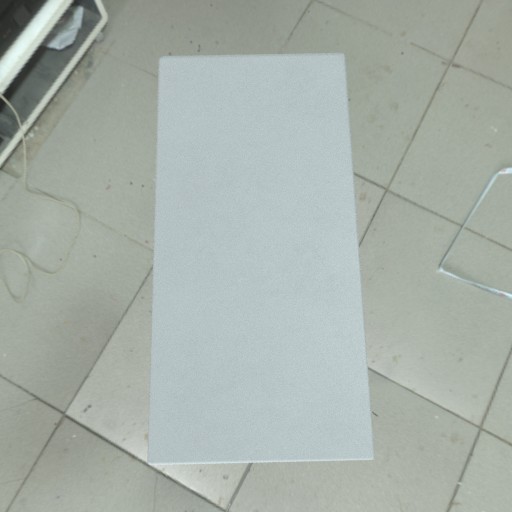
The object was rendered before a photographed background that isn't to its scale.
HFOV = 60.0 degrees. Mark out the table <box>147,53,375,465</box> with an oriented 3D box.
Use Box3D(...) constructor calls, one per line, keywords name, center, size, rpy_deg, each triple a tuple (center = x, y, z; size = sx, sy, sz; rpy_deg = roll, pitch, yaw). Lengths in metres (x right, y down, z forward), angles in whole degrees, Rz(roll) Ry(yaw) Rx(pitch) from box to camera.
Box3D(name="table", center=(0.000, 0.000, 1.471), size=(0.580, 0.487, 1.171), rpy_deg=(-1, 77, 0))
